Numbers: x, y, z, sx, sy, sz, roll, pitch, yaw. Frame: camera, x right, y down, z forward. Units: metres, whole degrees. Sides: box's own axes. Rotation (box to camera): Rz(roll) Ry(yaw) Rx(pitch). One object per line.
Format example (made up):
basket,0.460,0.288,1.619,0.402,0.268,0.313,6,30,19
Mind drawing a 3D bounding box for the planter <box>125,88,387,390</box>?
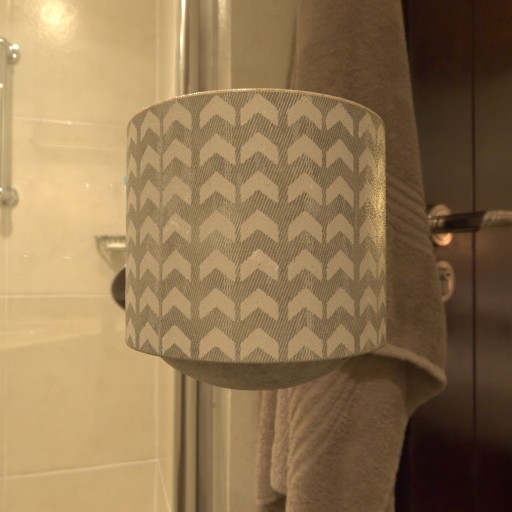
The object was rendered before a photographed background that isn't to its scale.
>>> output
planter,0.000,0.000,0.444,0.250,0.239,0.250,0,-1,0
